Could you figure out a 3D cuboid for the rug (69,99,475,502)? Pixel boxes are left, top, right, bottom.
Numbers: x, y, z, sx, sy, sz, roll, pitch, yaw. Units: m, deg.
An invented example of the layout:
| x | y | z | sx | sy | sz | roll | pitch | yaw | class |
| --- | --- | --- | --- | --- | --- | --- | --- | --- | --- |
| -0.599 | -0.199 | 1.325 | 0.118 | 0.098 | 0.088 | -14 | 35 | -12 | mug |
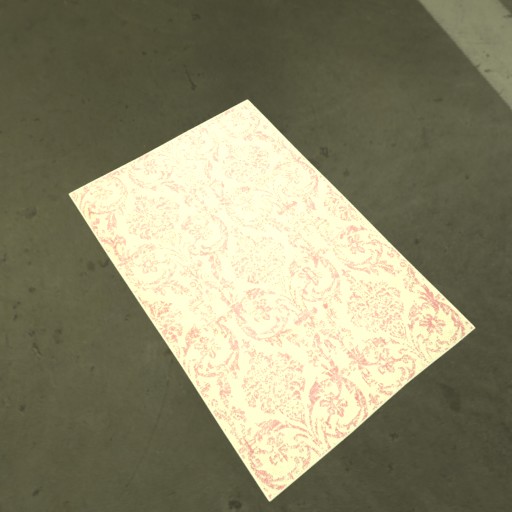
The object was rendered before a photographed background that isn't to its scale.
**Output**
| x | y | z | sx | sy | sz | roll | pitch | yaw | class |
| --- | --- | --- | --- | --- | --- | --- | --- | --- | --- |
| 0.000 | 0.000 | 3.380 | 1.819 | 0.018 | 2.746 | -33 | 67 | -16 | rug |
